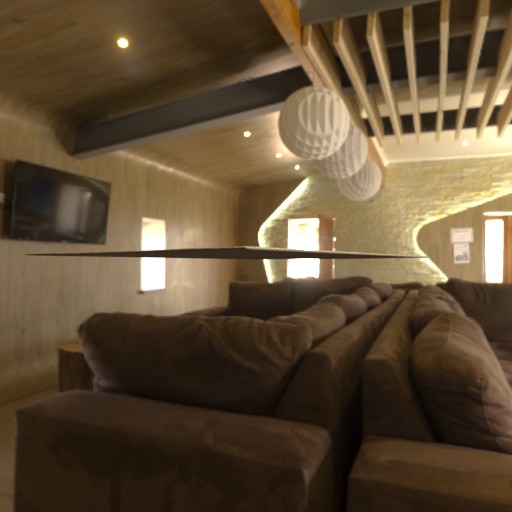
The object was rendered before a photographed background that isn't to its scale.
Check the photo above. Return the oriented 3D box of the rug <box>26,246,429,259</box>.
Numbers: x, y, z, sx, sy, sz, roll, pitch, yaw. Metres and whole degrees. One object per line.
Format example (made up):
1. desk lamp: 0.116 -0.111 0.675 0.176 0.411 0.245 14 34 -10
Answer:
1. rug: 0.000 0.000 5.135 2.782 0.025 3.935 -1 -2 37
